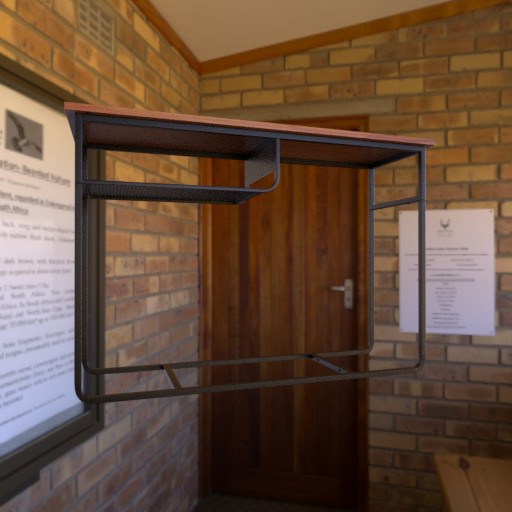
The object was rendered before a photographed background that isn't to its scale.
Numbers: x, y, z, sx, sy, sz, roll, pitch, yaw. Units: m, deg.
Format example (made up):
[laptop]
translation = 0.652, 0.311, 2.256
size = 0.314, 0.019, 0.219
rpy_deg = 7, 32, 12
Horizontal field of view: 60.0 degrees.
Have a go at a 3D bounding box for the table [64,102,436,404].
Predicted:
[table]
translation = 0.000, 0.000, 1.418
size = 1.100, 0.750, 0.350
rpy_deg = 0, 0, -18
